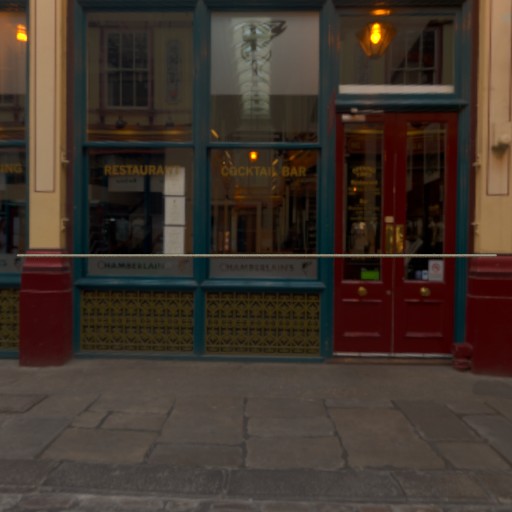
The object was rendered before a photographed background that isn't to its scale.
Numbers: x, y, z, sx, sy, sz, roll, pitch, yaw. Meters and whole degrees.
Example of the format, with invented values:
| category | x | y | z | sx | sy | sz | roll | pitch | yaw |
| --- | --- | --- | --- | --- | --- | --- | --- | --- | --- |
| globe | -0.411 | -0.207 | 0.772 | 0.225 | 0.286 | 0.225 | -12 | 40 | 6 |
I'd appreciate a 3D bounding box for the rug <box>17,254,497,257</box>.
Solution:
| category | x | y | z | sx | sy | sz | roll | pitch | yaw |
| --- | --- | --- | --- | --- | --- | --- | --- | --- | --- |
| rug | 0.000 | 0.000 | 2.449 | 2.297 | 0.013 | 0.661 | 0 | 0 | 1 |
